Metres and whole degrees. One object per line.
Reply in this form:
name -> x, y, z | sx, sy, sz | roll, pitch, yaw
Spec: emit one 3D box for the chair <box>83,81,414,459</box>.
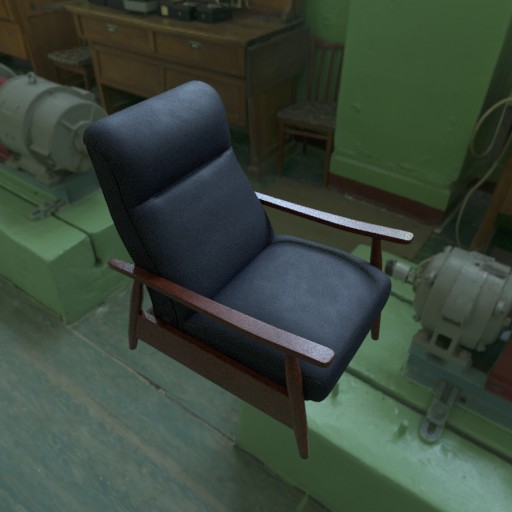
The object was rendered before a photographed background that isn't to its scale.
chair -> 0.000, 0.000, 1.787 | 1.014, 1.082, 0.762 | 23, 45, 26
